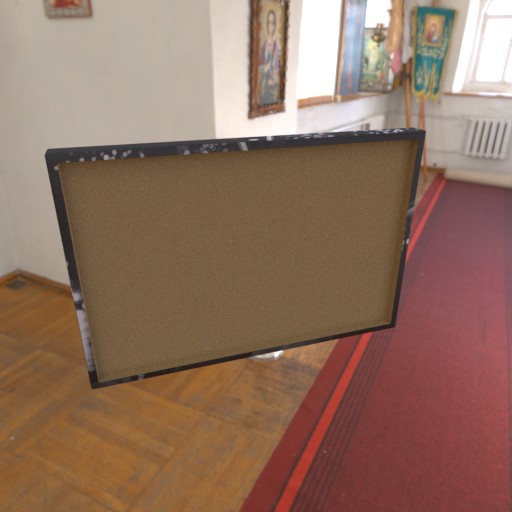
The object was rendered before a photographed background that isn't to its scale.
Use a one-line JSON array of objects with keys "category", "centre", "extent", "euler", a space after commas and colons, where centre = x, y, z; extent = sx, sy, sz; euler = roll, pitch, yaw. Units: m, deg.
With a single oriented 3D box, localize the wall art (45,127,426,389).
[{"category": "wall art", "centre": [0.000, 0.000, 0.781], "extent": [0.609, 0.406, 0.037], "euler": [-8, 26, -16]}]
